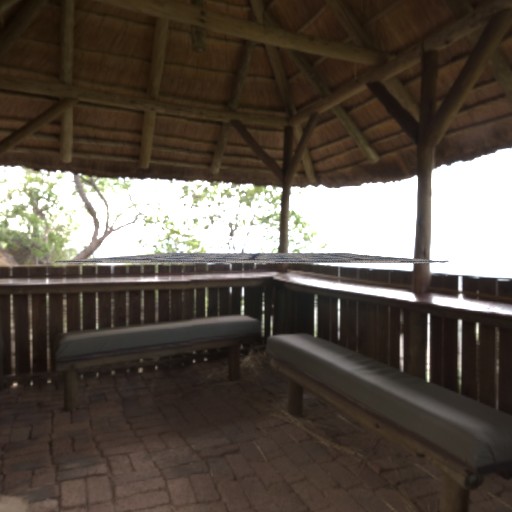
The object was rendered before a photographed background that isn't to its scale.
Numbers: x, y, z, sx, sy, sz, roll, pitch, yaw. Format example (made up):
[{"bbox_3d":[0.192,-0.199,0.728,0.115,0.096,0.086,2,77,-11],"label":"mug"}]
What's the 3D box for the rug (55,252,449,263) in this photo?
[{"bbox_3d":[0.000,0.000,4.334,2.443,0.024,3.228,0,1,1],"label":"rug"}]
